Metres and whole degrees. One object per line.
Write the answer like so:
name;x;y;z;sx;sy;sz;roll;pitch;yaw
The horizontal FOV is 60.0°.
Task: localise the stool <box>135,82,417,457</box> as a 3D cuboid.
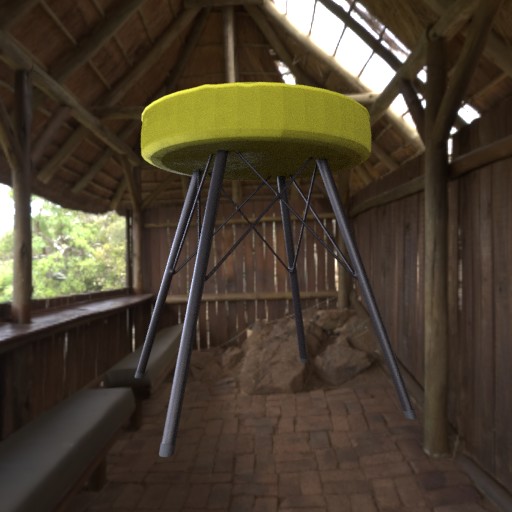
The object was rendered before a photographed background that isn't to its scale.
stool;0.000;0.000;0.814;0.409;0.508;0.409;0;0;-20
